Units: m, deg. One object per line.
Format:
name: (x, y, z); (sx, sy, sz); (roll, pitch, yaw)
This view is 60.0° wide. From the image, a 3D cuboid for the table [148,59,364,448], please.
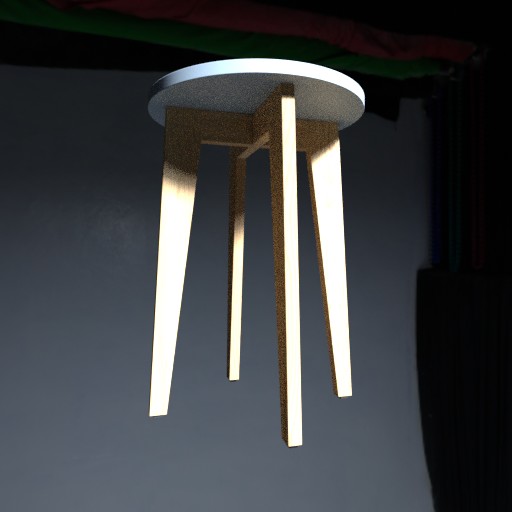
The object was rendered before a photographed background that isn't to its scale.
table: (0.000, 0.000, 0.736); (0.350, 0.500, 0.350); (0, 0, 0)
